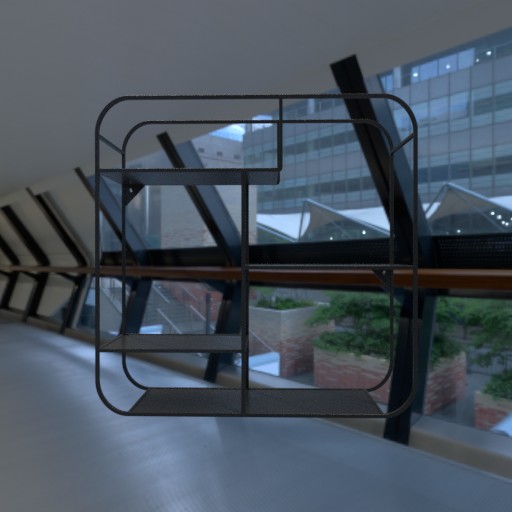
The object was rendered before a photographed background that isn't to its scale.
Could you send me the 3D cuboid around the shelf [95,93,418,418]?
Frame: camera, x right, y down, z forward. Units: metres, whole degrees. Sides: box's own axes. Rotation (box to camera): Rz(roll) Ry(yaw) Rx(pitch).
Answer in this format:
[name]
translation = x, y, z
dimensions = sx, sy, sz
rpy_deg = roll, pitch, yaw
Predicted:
[shelf]
translation = 0.000, 0.000, 0.904
dimensions = 0.600, 0.600, 0.160
rpy_deg = 0, 0, 1
